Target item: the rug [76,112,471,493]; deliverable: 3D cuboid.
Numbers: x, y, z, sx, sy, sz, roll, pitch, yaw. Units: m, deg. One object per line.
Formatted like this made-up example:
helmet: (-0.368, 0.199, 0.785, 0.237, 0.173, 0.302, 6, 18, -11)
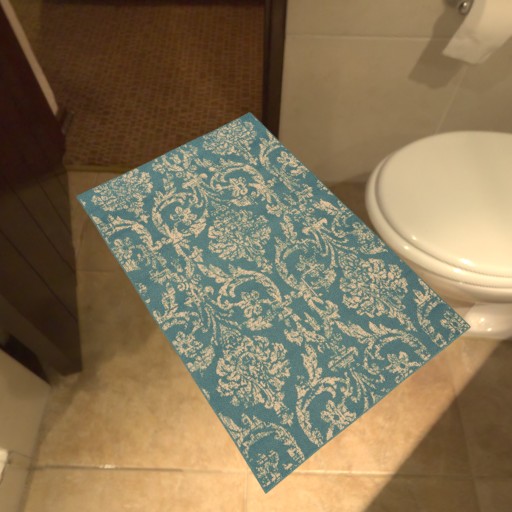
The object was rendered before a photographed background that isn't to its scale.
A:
rug: (0.000, 0.000, 2.315, 1.211, 0.012, 1.833, -31, 64, -18)
